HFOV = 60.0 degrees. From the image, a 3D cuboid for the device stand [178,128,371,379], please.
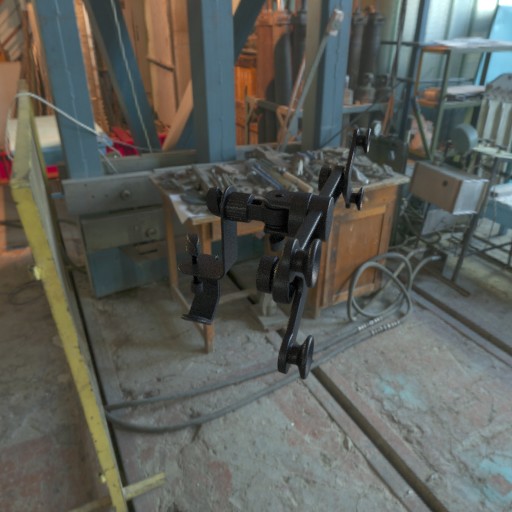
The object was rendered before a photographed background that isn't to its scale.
[{"bbox_3d":[0.000,0.000,0.366,0.142,0.166,0.270,9,30,16],"label":"device stand"}]
